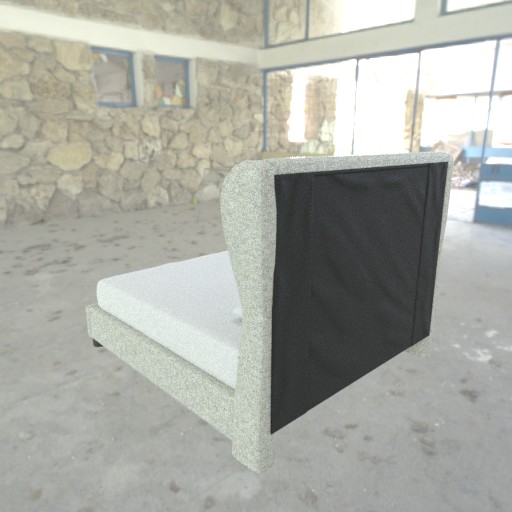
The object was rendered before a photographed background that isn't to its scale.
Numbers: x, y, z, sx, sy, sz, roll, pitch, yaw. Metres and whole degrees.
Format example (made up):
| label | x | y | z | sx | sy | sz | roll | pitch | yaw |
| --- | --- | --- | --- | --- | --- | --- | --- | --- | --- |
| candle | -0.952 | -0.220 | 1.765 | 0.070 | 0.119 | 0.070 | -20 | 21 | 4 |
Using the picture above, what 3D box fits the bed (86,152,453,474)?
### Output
| label | x | y | z | sx | sy | sz | roll | pitch | yaw |
| --- | --- | --- | --- | --- | --- | --- | --- | --- | --- |
| bed | 0.000 | 0.000 | 3.850 | 2.219 | 1.771 | 2.347 | -14 | 20 | -42 |
